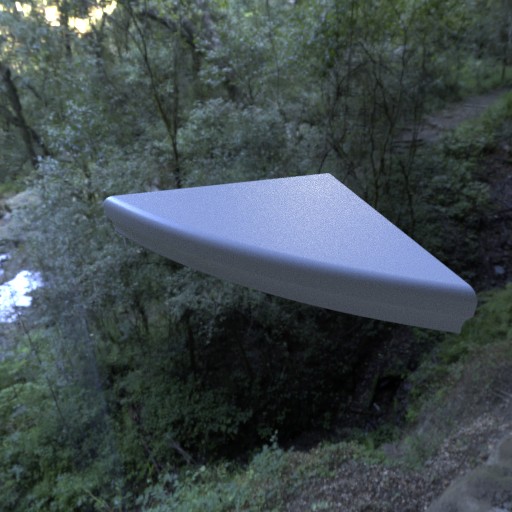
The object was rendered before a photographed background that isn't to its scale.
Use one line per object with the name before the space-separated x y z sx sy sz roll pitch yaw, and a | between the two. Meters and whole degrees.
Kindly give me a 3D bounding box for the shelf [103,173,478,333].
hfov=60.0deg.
shelf | 0.000 0.000 0.477 0.310 0.050 0.310 -8 31 -14
